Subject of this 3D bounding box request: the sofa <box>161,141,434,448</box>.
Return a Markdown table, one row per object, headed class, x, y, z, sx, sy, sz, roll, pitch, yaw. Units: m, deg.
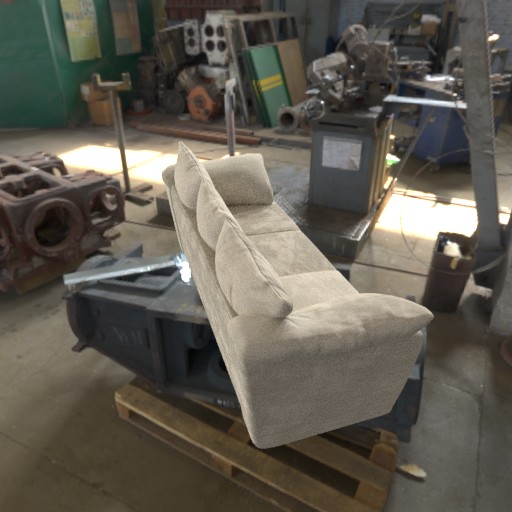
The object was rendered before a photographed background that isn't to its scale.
| class | x | y | z | sx | sy | sz | roll | pitch | yaw |
| --- | --- | --- | --- | --- | --- | --- | --- | --- | --- |
| sofa | 0.000 | 0.000 | 2.868 | 0.893 | 0.981 | 2.377 | -9 | 32 | -16 |
